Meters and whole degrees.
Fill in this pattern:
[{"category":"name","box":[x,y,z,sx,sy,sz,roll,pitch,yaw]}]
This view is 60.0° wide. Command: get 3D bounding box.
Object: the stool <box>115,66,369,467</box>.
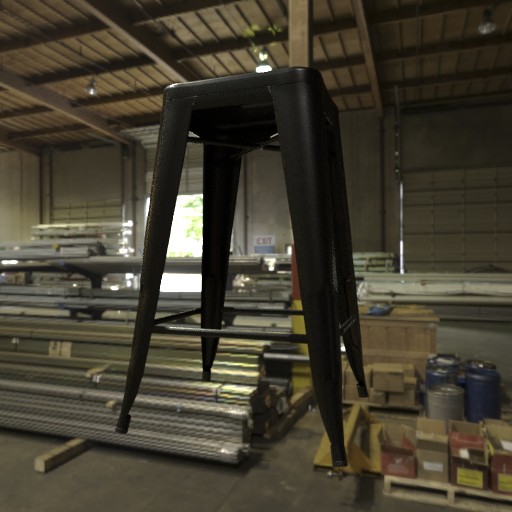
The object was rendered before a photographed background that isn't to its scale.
[{"category":"stool","box":[0.000,0.000,0.862,0.399,0.609,0.359,0,0,19]}]
